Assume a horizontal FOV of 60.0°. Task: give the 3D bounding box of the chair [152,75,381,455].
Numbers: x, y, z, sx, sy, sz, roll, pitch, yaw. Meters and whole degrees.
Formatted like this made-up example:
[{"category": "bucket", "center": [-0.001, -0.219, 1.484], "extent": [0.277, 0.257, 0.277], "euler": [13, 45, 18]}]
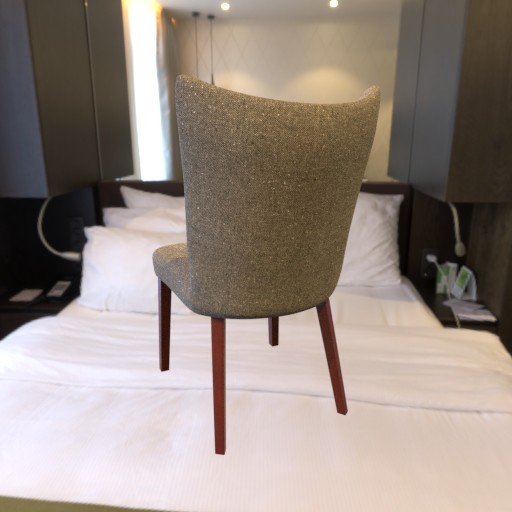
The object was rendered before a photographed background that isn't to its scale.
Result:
[{"category": "chair", "center": [0.000, 0.000, 1.293], "extent": [0.535, 0.924, 0.623], "euler": [-7, 17, -25]}]
